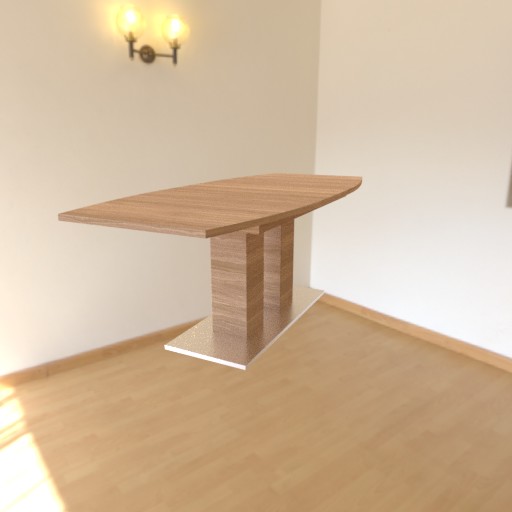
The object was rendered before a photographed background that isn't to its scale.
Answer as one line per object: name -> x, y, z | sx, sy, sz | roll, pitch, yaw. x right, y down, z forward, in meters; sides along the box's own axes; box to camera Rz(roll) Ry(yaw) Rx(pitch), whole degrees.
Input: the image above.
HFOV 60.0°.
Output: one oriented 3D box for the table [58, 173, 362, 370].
table -> 0.000, 0.000, 2.514 | 0.900, 0.750, 2.032 | 8, 17, 26
